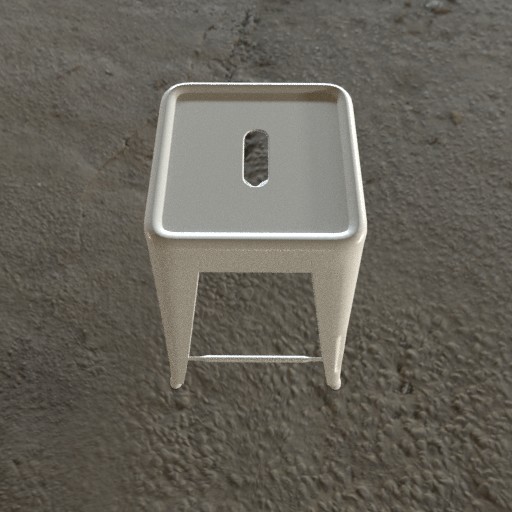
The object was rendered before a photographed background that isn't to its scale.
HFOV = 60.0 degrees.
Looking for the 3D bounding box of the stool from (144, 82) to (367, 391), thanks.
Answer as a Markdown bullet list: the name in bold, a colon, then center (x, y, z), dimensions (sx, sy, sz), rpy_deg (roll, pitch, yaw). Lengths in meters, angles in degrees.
- **stool**: center (0.000, 0.000, 0.866), dimensions (0.406, 0.610, 0.406), rpy_deg (0, 64, 0)
